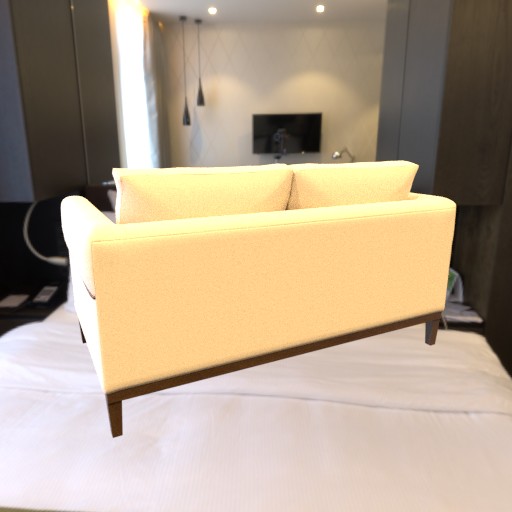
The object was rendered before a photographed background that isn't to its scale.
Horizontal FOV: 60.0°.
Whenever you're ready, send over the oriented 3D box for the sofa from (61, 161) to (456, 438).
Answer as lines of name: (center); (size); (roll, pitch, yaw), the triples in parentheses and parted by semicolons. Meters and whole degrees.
sofa: (0.000, 0.000, 2.076); (1.598, 0.873, 0.905); (-8, 17, -26)
